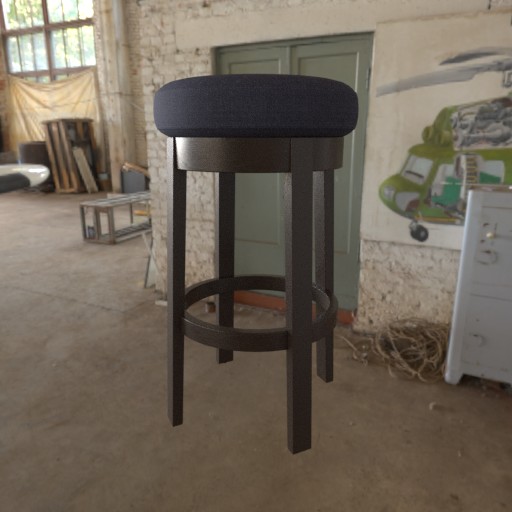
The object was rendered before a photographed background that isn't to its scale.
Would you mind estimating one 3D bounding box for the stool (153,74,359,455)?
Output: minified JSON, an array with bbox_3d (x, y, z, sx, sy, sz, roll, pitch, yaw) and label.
[{"bbox_3d":[0.000,0.000,1.030,0.446,0.758,0.446,0,15,0],"label":"stool"}]
